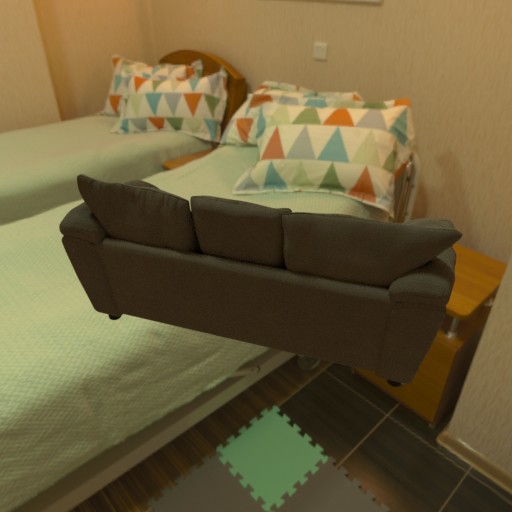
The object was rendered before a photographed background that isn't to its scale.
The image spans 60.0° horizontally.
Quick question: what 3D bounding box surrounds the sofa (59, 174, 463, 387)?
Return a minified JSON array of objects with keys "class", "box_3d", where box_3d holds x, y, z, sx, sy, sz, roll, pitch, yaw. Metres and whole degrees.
[{"class":"sofa","box_3d":[0.000,0.000,2.851,2.336,1.073,0.878,10,34,15]}]
